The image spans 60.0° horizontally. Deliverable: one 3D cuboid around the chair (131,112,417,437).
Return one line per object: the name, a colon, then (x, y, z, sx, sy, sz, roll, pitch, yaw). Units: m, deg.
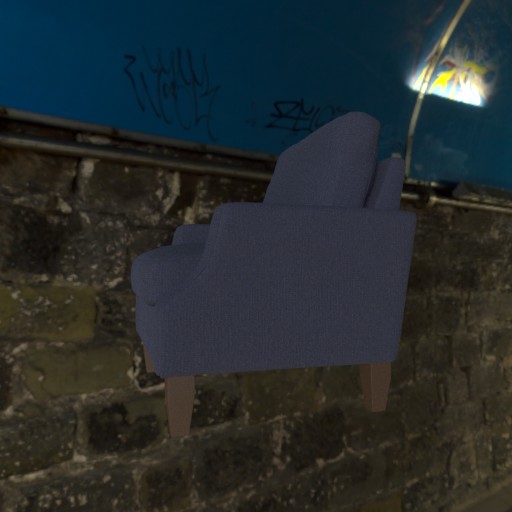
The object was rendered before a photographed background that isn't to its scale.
chair: (0.000, 0.000, 1.691, 0.897, 0.991, 0.855, 0, -1, -19)
